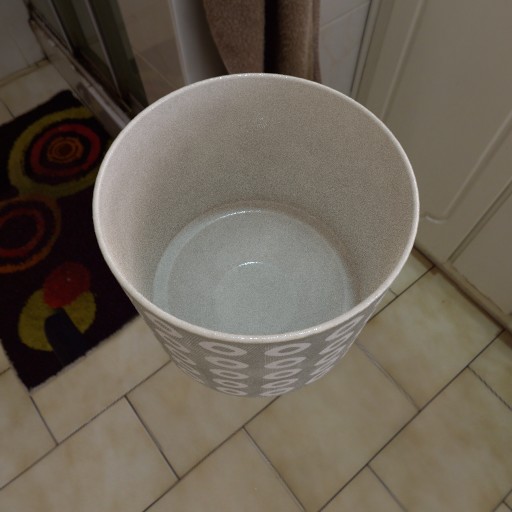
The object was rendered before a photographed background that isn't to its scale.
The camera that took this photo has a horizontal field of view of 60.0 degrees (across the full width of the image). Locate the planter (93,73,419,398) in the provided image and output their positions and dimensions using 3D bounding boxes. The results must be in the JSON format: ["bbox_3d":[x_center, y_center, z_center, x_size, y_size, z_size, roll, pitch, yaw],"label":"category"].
[{"bbox_3d":[0.000,0.000,0.340,0.190,0.181,0.190,0,62,0],"label":"planter"}]
